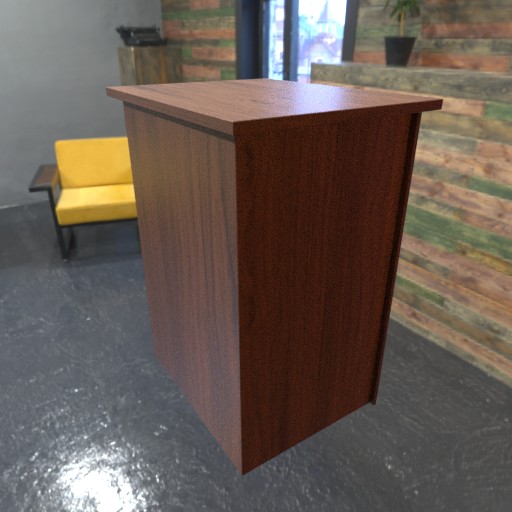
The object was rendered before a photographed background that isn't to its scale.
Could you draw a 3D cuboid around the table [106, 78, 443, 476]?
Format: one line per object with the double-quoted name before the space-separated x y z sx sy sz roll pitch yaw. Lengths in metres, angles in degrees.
"table" 0.000 0.000 0.913 0.381 0.636 0.480 -16 30 -30
